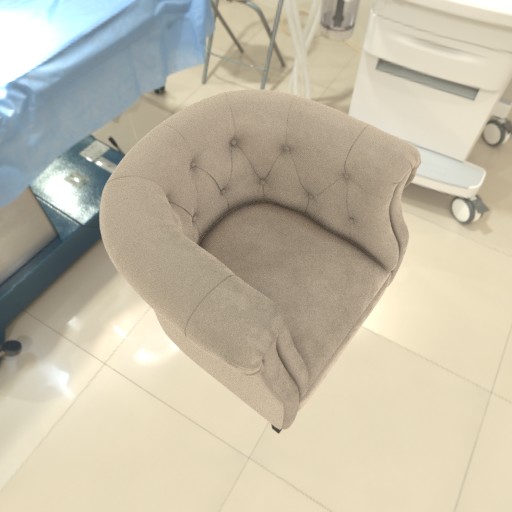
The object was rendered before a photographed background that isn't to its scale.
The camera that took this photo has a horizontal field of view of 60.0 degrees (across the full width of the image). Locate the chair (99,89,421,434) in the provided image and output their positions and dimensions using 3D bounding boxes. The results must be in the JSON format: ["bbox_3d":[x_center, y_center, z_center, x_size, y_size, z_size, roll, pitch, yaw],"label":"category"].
[{"bbox_3d":[0.000,0.000,1.593,0.851,0.826,0.904,33,63,20],"label":"chair"}]
